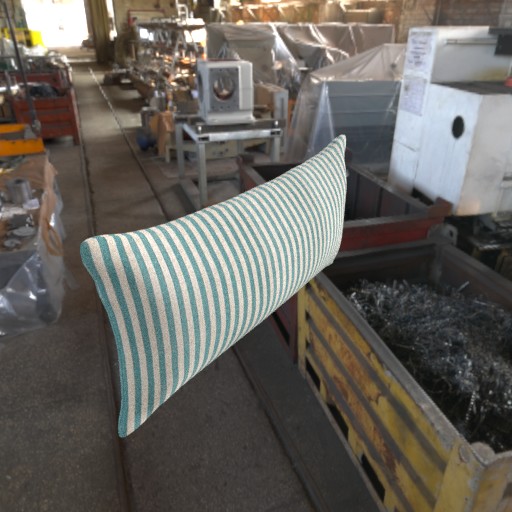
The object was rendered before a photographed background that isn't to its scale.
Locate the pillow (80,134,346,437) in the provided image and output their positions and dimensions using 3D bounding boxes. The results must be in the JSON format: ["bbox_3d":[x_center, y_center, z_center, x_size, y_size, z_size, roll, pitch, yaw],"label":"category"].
[{"bbox_3d":[0.000,0.000,0.745,0.151,0.295,0.617,19,33,31],"label":"pillow"}]
